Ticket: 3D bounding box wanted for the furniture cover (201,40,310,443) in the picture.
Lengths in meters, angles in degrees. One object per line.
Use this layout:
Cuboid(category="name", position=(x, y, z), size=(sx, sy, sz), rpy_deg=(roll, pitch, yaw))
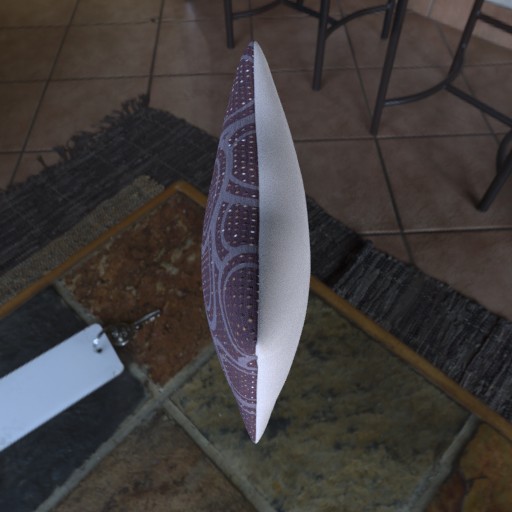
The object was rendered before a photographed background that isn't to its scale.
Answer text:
Cuboid(category="furniture cover", position=(0.000, 0.000, 0.810), size=(0.193, 0.509, 0.552), rpy_deg=(0, 57, 0))
